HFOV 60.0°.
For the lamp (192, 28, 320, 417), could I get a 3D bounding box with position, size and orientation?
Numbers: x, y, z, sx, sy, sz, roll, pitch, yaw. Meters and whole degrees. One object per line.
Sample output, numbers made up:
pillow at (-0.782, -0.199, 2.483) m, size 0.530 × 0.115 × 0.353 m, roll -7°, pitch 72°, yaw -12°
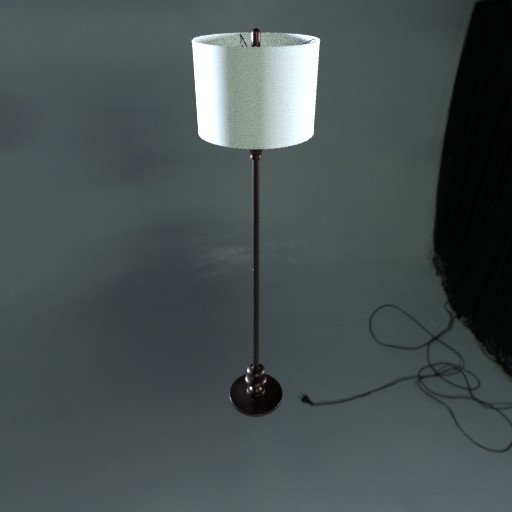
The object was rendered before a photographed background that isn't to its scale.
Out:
lamp at (0.000, 0.000, 1.621) m, size 0.356 × 1.487 × 0.356 m, roll -9°, pitch 33°, yaw -13°
